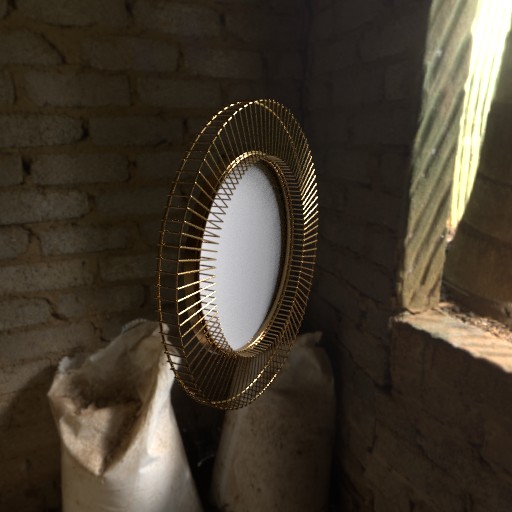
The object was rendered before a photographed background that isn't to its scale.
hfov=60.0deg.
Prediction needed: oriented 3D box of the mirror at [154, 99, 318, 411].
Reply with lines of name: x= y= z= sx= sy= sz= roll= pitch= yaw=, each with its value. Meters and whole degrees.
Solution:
mirror: x=0.000 y=0.000 z=1.053 sx=0.067 sy=0.703 sz=0.703 roll=8 pitch=17 yaw=26
